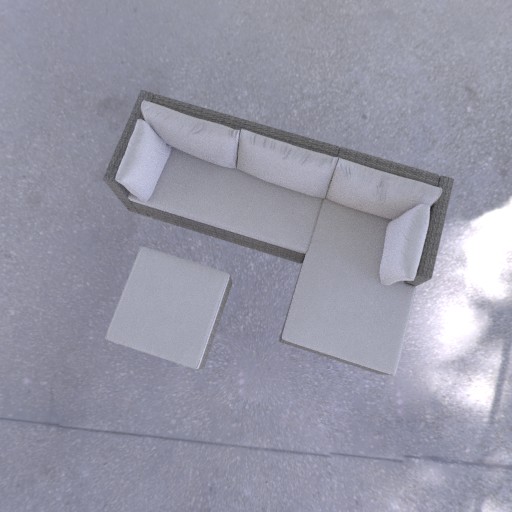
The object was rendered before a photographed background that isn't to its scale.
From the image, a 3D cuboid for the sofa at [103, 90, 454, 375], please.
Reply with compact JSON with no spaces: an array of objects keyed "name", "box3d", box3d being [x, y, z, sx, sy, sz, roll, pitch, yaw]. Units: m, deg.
[{"name":"sofa","box3d":[0.000,0.000,3.016,2.192,0.766,1.662,17,77,4]}]
